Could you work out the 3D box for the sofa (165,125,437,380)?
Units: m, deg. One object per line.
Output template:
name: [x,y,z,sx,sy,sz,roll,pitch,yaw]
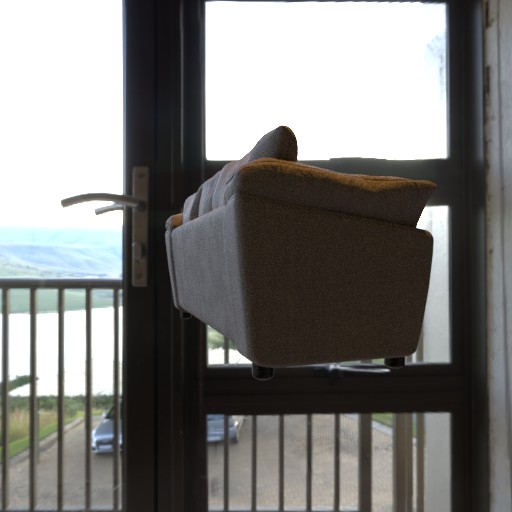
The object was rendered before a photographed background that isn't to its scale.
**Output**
sofa: [0.000,0.000,2.778,0.878,0.996,2.334,0,-1,-18]
